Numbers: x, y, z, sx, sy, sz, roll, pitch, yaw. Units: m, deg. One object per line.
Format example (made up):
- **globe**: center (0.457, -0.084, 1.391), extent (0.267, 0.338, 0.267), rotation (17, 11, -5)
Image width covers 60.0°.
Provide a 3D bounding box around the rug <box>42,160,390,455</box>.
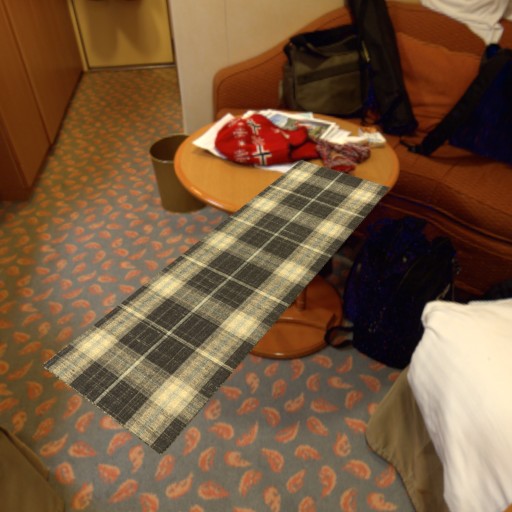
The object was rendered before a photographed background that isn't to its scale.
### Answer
- **rug**: center (0.000, 0.000, 2.669), extent (0.760, 0.012, 2.434), rotation (23, 45, 26)
